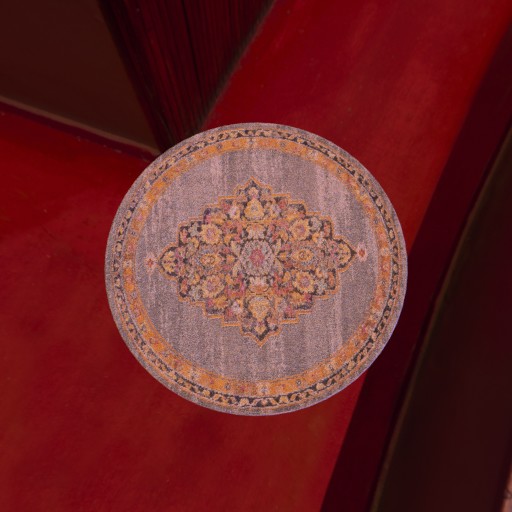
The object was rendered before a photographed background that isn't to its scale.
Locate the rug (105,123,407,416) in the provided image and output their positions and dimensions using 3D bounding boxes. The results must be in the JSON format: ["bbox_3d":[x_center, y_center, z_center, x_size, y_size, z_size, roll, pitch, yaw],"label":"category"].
[{"bbox_3d":[0.000,0.000,3.502,2.382,0.014,2.382,0,75,0],"label":"rug"}]
